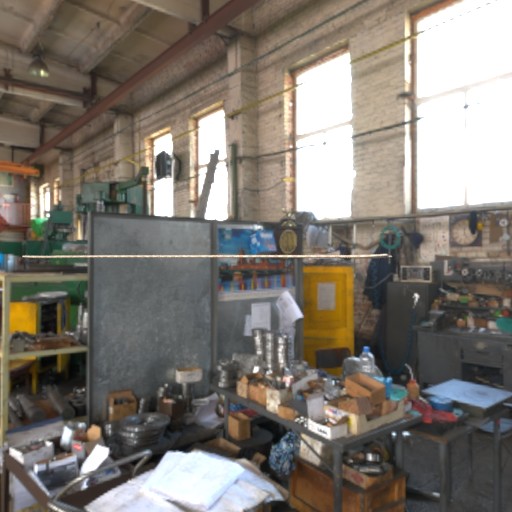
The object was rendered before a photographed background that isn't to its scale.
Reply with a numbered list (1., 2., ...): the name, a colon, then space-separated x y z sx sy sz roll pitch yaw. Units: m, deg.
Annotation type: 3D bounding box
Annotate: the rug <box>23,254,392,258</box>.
1. rug: 0.000 0.000 3.909 2.277 0.035 2.897 0 0 17
